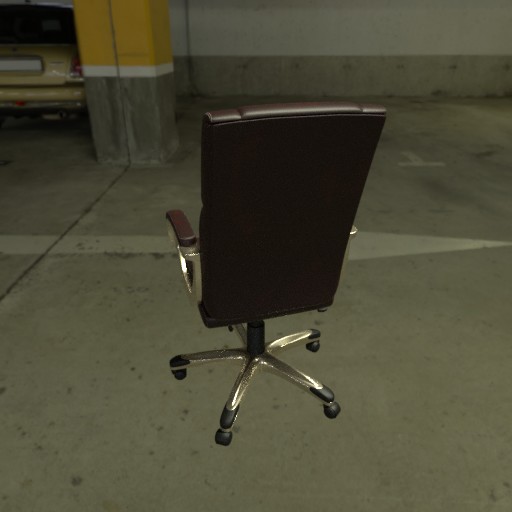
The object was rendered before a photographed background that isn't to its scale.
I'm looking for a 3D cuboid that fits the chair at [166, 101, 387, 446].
[{"bbox_3d":[0.000,0.000,1.566,0.662,1.107,0.739,-8,27,-16],"label":"chair"}]
